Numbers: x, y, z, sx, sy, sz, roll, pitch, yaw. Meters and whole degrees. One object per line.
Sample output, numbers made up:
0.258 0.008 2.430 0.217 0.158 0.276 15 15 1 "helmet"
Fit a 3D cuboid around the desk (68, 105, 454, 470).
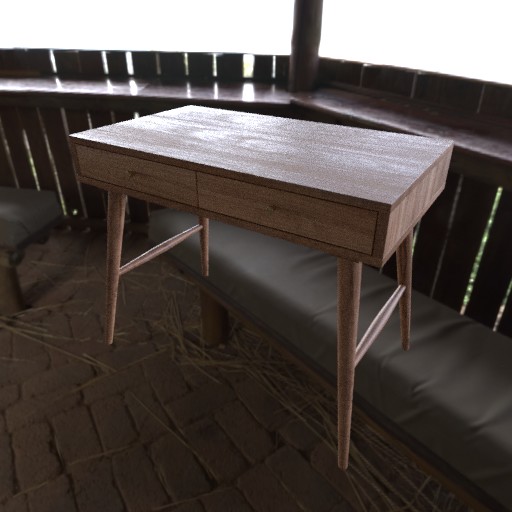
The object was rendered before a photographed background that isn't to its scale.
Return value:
0.000 0.000 1.433 0.949 0.758 0.588 18 34 28 "desk"
